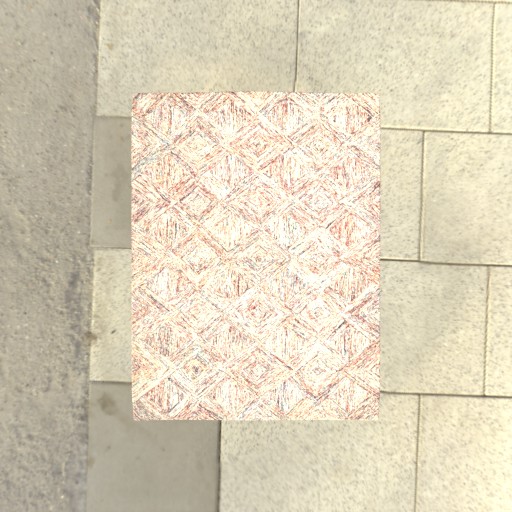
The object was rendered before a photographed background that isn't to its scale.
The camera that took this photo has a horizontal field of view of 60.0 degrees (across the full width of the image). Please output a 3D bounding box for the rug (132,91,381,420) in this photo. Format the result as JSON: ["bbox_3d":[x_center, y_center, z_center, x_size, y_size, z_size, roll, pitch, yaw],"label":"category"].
[{"bbox_3d":[0.000,0.000,4.344,2.436,0.024,3.226,0,90,0],"label":"rug"}]
